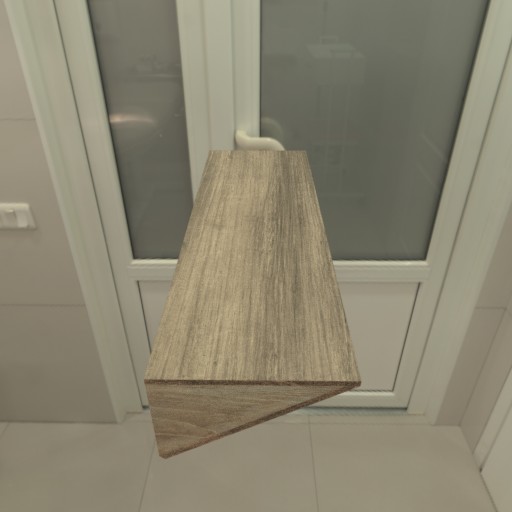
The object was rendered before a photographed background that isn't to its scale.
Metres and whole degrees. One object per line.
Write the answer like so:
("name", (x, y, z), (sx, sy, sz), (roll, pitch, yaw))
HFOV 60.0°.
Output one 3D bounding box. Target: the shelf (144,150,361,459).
("shelf", (0.000, 0.000, 0.696), (0.200, 0.125, 0.610), (0, 33, 1))
